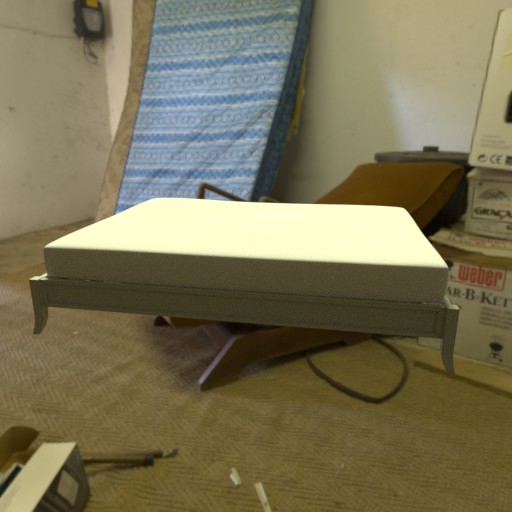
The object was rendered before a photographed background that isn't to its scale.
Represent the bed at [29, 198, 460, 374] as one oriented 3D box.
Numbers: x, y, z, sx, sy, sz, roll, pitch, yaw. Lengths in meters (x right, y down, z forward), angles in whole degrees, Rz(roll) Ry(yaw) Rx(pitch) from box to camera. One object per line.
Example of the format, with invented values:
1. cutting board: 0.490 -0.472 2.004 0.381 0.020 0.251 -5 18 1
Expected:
1. bed: 0.000 0.000 2.845 2.108 0.510 1.604 3 17 10
